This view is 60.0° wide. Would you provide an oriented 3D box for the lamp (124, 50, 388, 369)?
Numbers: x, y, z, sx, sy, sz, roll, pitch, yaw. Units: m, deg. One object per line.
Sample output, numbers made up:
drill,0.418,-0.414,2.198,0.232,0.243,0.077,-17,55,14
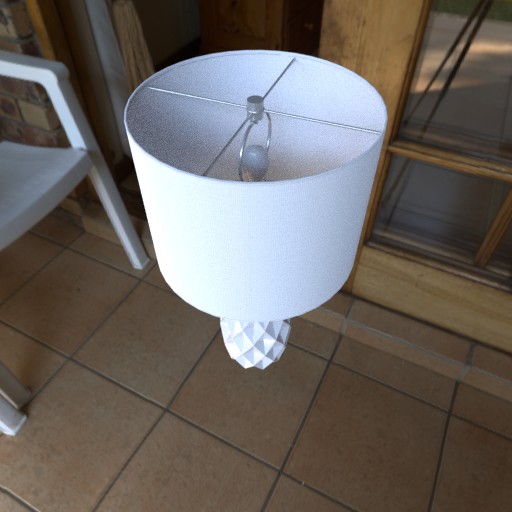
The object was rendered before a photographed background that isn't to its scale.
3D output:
lamp,0.000,0.000,0.696,0.297,0.522,0.297,0,47,0
